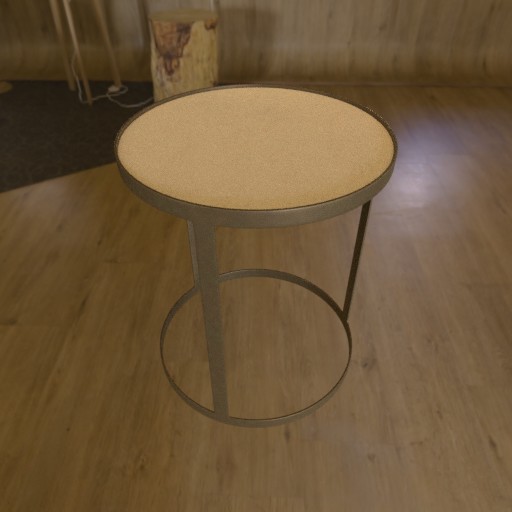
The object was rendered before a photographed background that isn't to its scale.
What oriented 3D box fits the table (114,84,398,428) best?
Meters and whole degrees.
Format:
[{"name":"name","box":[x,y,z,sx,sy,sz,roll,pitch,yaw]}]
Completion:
[{"name":"table","box":[0.000,0.000,0.954,0.480,0.565,0.480,0,40,0]}]
